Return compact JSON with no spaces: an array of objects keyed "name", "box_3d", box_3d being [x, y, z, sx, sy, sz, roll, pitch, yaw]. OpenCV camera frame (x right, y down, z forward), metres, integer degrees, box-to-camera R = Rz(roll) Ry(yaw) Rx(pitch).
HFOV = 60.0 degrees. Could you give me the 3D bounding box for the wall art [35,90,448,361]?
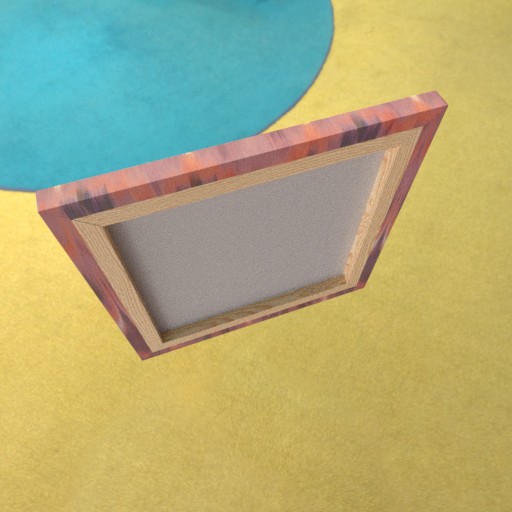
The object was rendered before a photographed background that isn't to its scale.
[{"name":"wall art","box_3d":[0.000,0.000,0.885,0.603,0.609,0.037,-17,60,-10]}]
